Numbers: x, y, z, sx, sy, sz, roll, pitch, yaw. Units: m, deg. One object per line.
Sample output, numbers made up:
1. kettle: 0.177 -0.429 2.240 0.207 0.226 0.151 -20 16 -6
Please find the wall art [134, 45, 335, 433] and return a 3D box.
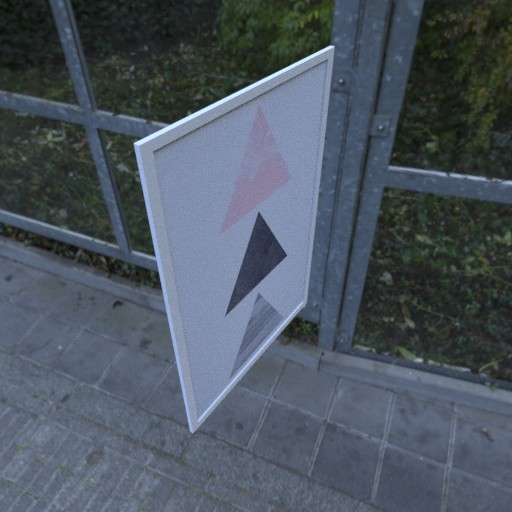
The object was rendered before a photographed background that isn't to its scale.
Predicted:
1. wall art: 0.000 0.000 1.225 0.013 0.940 0.659 25 47 26
